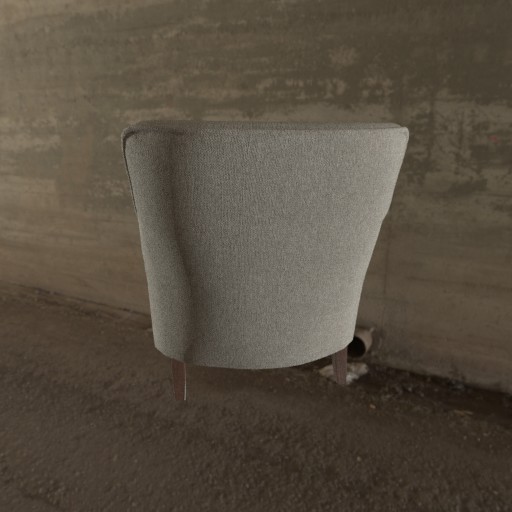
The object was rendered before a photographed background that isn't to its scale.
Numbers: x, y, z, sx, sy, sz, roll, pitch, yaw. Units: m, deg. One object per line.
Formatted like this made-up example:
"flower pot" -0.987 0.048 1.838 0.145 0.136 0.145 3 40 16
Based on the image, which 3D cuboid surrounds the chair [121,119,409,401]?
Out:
"chair" 0.000 0.000 1.592 0.820 0.920 0.910 -3 15 -10
